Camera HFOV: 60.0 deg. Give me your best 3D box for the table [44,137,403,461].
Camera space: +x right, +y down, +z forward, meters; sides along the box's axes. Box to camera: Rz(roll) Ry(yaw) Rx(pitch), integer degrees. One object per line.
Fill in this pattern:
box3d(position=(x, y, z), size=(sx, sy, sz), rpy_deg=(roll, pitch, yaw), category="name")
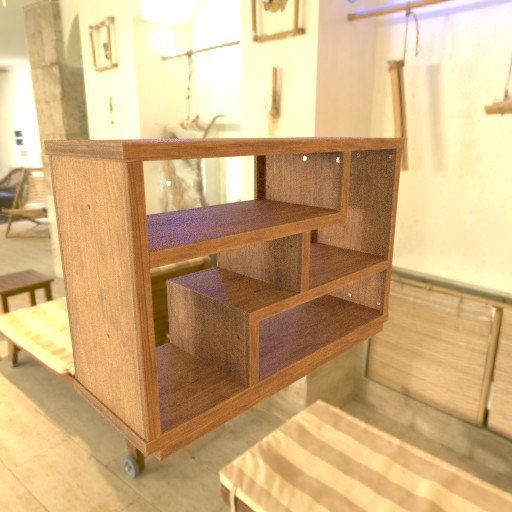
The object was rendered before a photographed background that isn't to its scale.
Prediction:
box3d(position=(0.000, 0.000, 1.508), size=(1.151, 0.771, 0.410), rpy_deg=(-15, 21, -43), category="table")
